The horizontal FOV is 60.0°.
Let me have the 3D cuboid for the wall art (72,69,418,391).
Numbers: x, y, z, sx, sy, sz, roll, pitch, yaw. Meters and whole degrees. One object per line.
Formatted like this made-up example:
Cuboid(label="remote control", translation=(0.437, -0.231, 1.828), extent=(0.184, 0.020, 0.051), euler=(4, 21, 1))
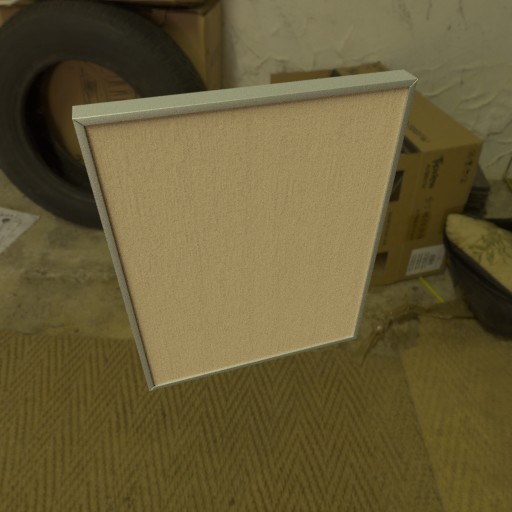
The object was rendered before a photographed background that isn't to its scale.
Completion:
Cuboid(label="wall art", translation=(0.000, 0.000, 0.744), extent=(0.445, 0.553, 0.039), euler=(-11, 42, -13))
